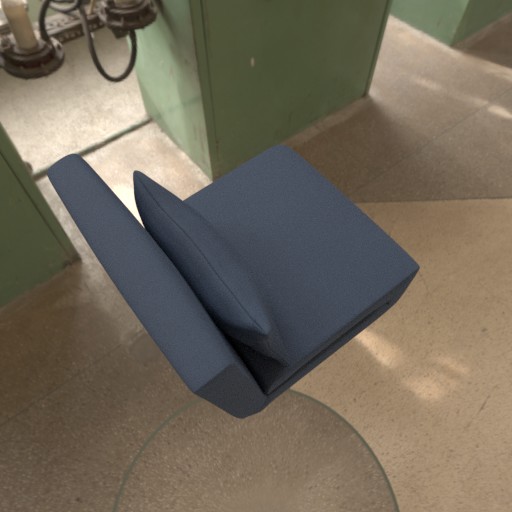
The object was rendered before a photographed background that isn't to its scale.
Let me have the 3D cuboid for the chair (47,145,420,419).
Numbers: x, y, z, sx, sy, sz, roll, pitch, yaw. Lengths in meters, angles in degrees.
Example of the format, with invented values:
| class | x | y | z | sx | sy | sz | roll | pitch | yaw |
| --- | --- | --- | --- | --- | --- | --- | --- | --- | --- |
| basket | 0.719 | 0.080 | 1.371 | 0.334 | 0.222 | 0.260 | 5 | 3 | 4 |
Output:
| class | x | y | z | sx | sy | sz | roll | pitch | yaw |
| --- | --- | --- | --- | --- | --- | --- | --- | --- | --- |
| chair | 0.000 | 0.000 | 1.512 | 0.900 | 0.808 | 0.770 | -33 | 63 | -19 |
